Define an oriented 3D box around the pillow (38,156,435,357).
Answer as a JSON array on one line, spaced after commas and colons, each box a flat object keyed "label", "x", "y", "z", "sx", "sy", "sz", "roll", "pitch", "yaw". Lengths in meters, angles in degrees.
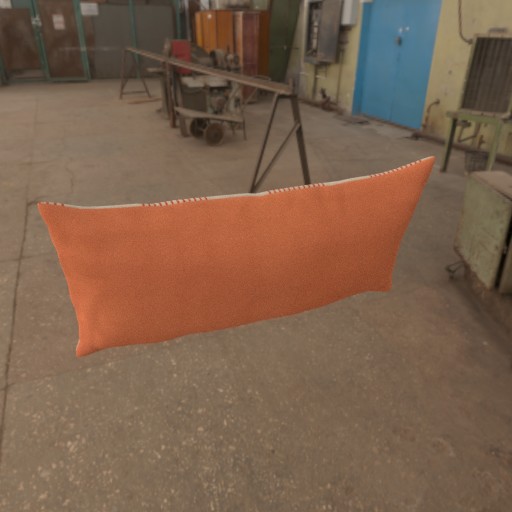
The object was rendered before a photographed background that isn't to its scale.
[{"label": "pillow", "x": 0.000, "y": 0.000, "z": 0.733, "sx": 0.608, "sy": 0.292, "sz": 0.156, "roll": -10, "pitch": 29, "yaw": -18}]
